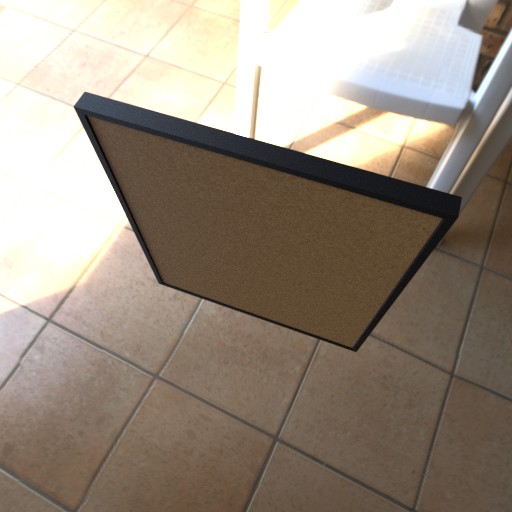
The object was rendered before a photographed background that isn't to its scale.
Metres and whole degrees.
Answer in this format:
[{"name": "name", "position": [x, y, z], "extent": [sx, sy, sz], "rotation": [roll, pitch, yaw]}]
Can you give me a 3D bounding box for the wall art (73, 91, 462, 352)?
[{"name": "wall art", "position": [0.000, 0.000, 0.532], "extent": [0.330, 0.381, 0.019], "rotation": [18, 64, 9]}]
